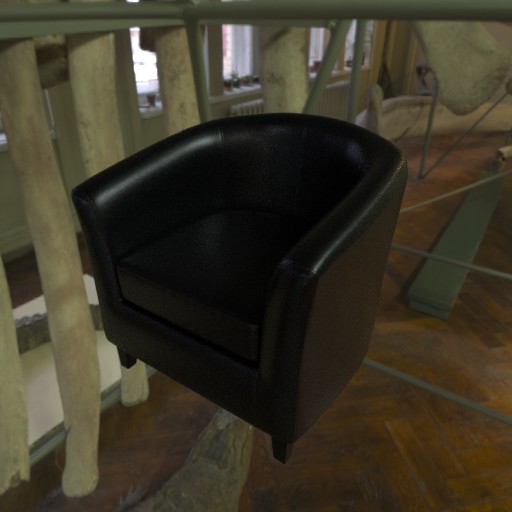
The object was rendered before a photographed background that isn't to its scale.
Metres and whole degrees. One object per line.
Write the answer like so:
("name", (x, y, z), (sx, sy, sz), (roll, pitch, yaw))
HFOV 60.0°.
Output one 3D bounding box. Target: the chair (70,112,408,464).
("chair", (0.000, 0.000, 1.395), (0.793, 0.756, 0.727), (19, 34, 30))
